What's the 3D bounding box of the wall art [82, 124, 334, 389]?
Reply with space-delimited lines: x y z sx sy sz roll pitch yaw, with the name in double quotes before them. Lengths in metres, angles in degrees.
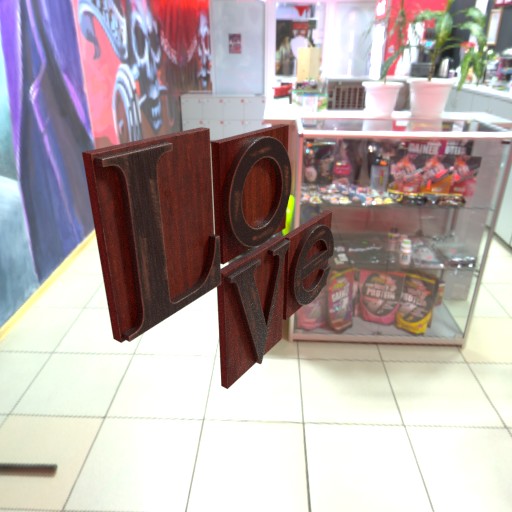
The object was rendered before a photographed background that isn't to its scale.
"wall art" 0.000 0.000 0.827 0.030 0.497 0.635 17 30 31
